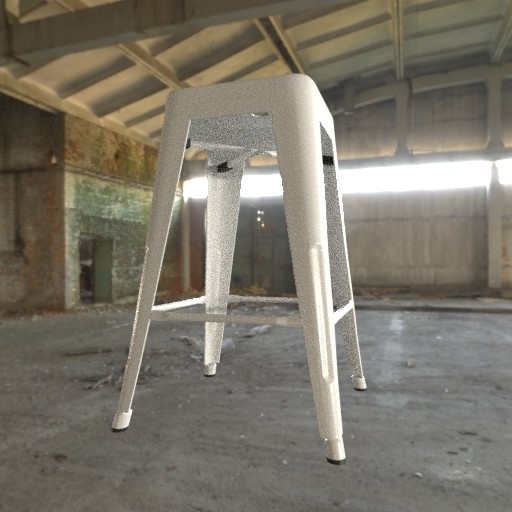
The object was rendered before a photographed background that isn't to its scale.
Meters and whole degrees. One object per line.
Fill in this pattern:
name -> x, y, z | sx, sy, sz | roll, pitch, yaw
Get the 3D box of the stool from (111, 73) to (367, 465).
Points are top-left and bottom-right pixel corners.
stool -> 0.000, 0.000, 0.898 | 0.406, 0.610, 0.406 | 0, 0, 19
